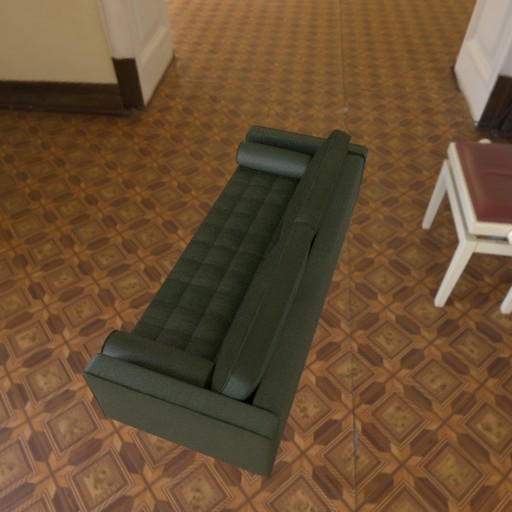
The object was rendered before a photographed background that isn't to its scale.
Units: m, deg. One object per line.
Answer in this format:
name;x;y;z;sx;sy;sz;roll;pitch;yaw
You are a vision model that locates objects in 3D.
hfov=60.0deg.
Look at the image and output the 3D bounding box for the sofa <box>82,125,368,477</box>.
sofa;0.000;0.000;2.686;0.918;0.769;2.199;15;49;13
